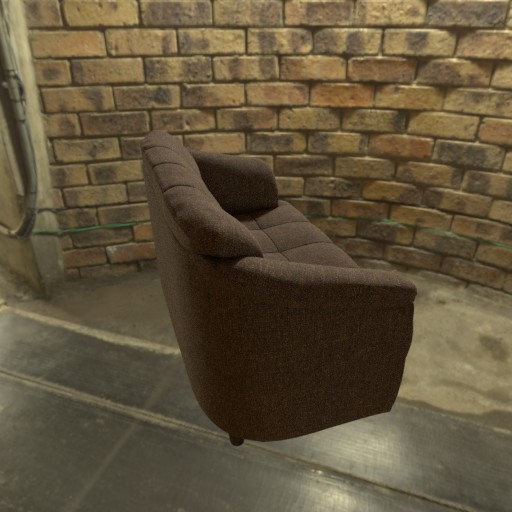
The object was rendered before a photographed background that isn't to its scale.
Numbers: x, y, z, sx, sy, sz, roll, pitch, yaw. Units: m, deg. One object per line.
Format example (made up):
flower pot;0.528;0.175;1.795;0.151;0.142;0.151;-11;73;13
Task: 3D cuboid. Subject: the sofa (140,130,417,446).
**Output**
sofa;0.000;0.000;1.907;0.799;0.895;1.404;-10;31;-17
